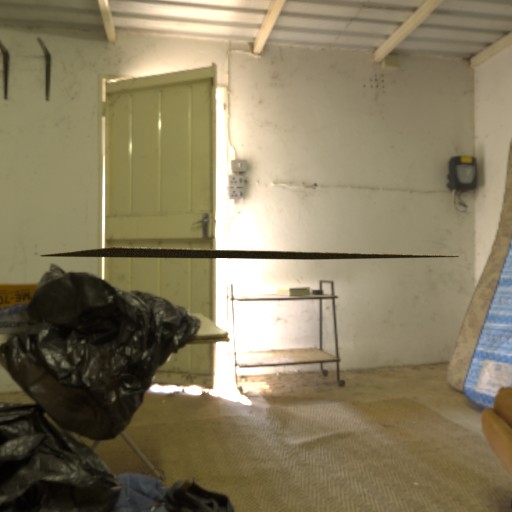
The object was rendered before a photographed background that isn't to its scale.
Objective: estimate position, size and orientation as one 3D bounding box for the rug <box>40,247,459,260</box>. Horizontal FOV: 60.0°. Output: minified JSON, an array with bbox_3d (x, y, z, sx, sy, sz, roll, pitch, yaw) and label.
[{"bbox_3d":[0.000,0.000,3.033,2.435,0.011,1.526,1,-2,-36],"label":"rug"}]
